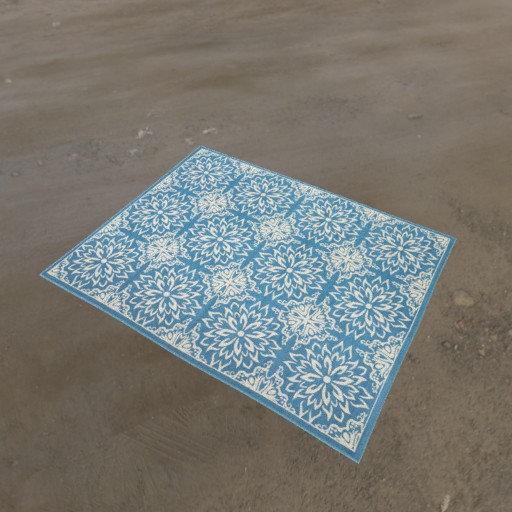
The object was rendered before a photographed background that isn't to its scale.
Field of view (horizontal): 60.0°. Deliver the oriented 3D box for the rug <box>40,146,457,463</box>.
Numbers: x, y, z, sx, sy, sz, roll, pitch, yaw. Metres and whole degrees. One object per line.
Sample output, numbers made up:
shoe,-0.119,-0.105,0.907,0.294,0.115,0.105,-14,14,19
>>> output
rug,0.000,0.000,3.991,2.964,0.018,2.350,24,52,21
